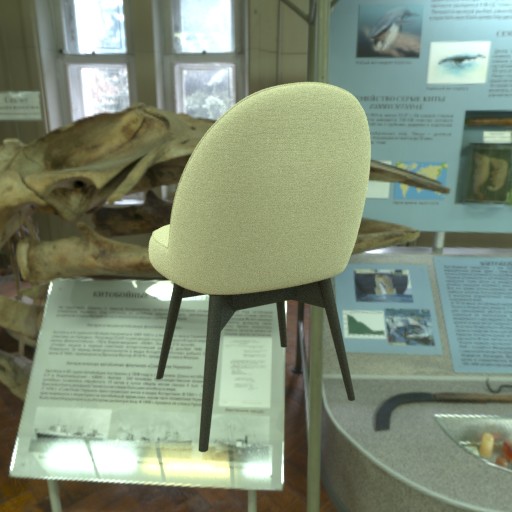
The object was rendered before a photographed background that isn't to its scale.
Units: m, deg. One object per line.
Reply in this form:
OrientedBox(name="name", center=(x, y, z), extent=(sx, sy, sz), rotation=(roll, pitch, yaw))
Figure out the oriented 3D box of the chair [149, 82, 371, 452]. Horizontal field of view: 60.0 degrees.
OrientedBox(name="chair", center=(0.000, 0.000, 1.206), extent=(0.532, 0.838, 0.540), rotation=(-8, 17, -27))
